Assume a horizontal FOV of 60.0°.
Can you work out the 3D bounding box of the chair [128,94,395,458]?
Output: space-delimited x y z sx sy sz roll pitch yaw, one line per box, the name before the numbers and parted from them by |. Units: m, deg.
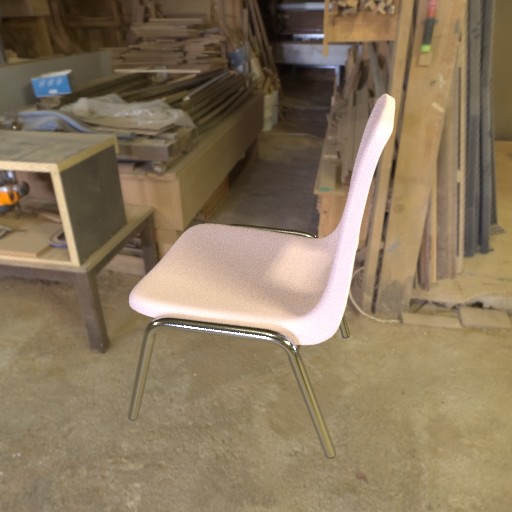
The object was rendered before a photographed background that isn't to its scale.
chair | 0.000 0.000 0.765 0.385 0.537 0.354 7 30 13
